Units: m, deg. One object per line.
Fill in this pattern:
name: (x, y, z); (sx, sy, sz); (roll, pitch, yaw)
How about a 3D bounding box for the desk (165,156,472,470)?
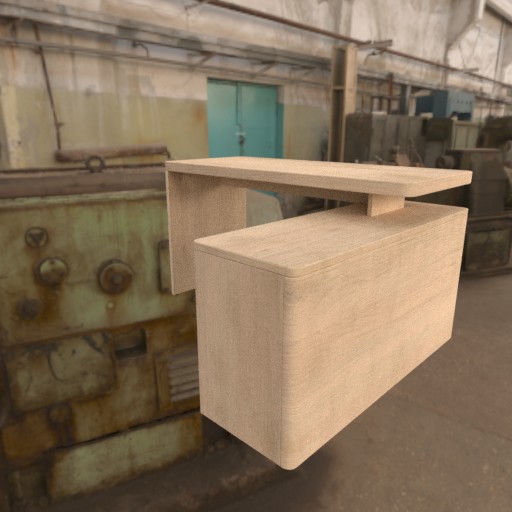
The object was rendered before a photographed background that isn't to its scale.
desk: (0.000, 0.000, 2.006); (1.400, 0.770, 1.175); (15, 22, 42)
